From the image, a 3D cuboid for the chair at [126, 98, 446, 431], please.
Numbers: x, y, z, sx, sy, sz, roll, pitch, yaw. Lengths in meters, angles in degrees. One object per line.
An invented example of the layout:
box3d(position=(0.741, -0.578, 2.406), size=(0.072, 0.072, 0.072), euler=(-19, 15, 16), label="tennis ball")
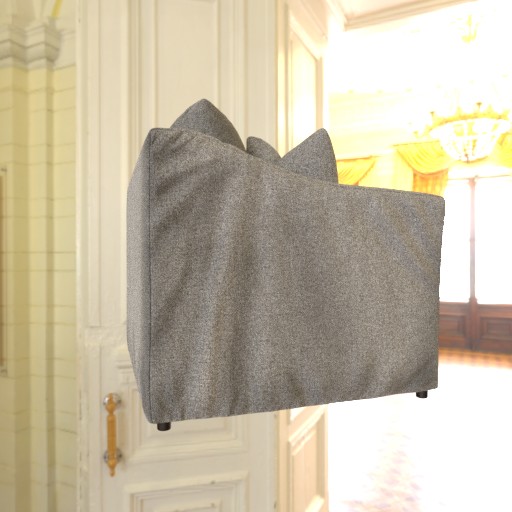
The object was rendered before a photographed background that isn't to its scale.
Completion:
box3d(position=(0.000, 0.000, 1.976), size=(1.071, 1.059, 1.194), euler=(0, 0, -19), label="chair")
